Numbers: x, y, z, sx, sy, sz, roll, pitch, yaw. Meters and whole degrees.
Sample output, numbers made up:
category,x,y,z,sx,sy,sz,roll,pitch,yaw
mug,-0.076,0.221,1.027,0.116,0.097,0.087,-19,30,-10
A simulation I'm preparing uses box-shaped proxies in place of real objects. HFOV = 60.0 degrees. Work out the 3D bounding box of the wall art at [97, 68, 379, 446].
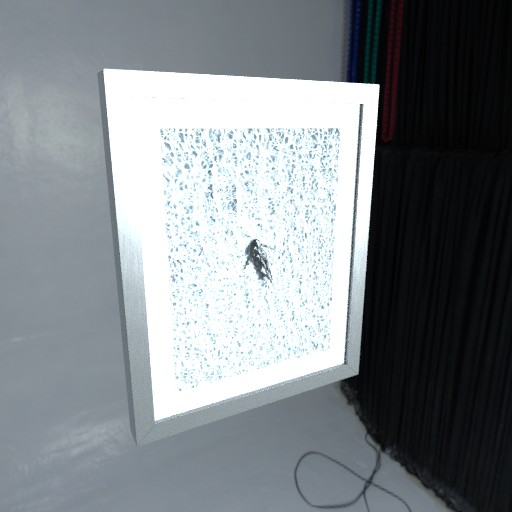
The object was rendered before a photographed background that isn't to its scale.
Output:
category,x,y,z,sx,sy,sz,roll,pitch,yaw
wall art,0.000,0.000,0.509,0.308,0.379,0.030,-9,18,-27
